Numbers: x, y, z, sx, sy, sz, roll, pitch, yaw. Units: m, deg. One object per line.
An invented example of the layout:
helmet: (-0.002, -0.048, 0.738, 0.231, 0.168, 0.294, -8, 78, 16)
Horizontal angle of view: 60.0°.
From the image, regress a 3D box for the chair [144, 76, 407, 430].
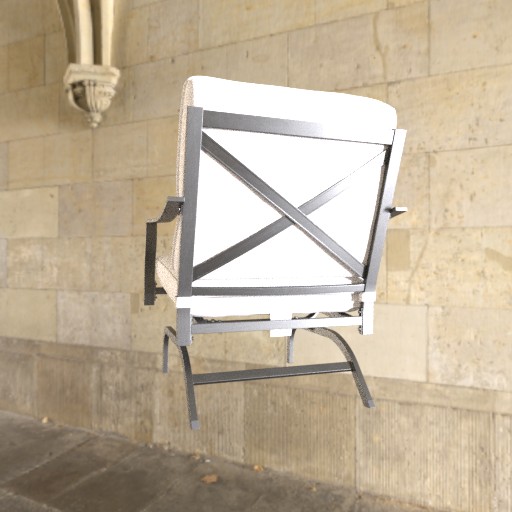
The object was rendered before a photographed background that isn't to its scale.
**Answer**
chair: (0.000, 0.000, 1.431, 0.650, 0.860, 0.787, 0, -1, -19)
